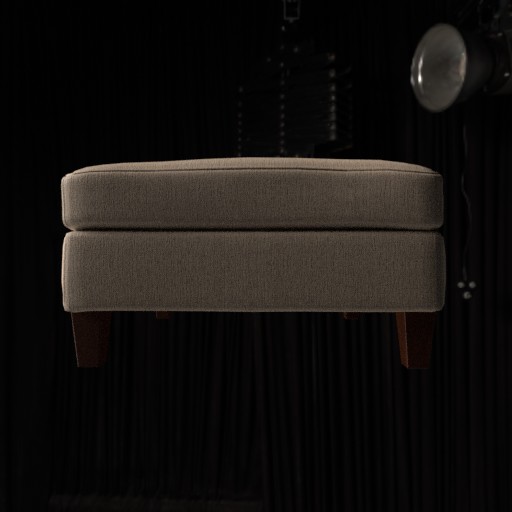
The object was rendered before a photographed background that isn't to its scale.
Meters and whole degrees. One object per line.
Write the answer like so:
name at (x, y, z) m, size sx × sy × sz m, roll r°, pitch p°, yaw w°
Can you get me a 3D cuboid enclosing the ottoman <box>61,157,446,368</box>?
ottoman at (0.000, 0.000, 1.341) m, size 0.838 × 0.481 × 0.838 m, roll 0°, pitch 0°, yaw 1°
